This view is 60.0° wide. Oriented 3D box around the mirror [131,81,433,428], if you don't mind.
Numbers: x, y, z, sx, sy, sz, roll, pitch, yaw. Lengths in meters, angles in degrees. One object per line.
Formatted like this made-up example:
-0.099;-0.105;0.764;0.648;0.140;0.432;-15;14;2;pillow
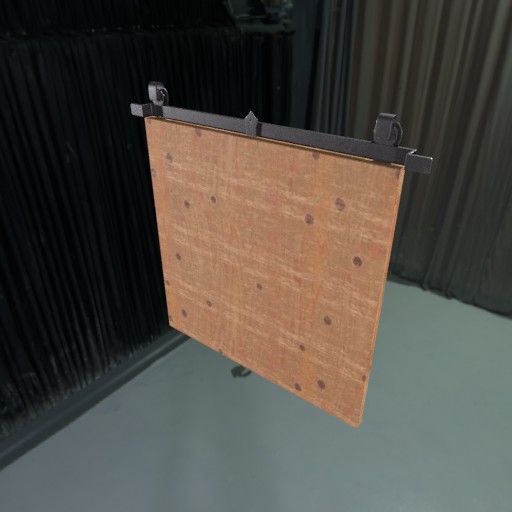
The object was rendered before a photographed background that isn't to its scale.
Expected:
0.000;0.000;1.164;0.805;0.800;0.054;21;36;32;mirror
